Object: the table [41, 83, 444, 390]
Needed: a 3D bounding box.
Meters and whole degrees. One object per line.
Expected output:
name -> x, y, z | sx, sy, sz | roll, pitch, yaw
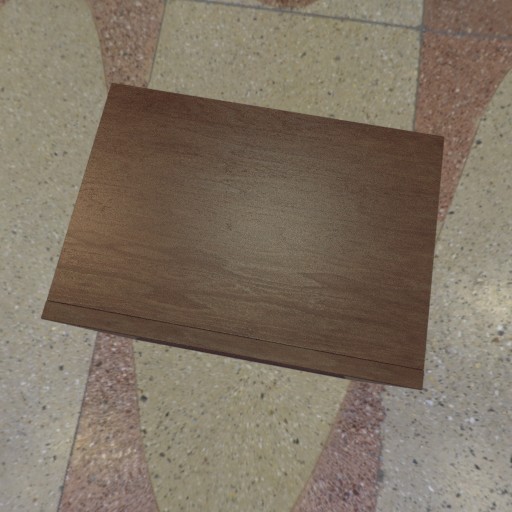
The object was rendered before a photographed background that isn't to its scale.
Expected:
table -> 0.000, 0.000, 0.984 | 0.557, 0.609, 0.449 | 10, 76, 2
